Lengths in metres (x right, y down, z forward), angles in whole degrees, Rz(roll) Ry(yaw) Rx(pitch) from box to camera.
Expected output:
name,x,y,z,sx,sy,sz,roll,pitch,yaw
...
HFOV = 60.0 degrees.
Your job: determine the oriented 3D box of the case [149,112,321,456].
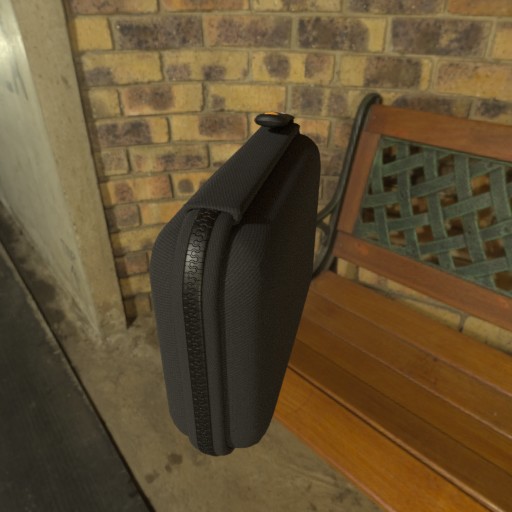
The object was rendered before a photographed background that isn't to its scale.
name,x,y,z,sx,sy,sz,roll,pitch,yaw
case,0.000,0.000,0.182,0.038,0.105,0.132,8,32,13
